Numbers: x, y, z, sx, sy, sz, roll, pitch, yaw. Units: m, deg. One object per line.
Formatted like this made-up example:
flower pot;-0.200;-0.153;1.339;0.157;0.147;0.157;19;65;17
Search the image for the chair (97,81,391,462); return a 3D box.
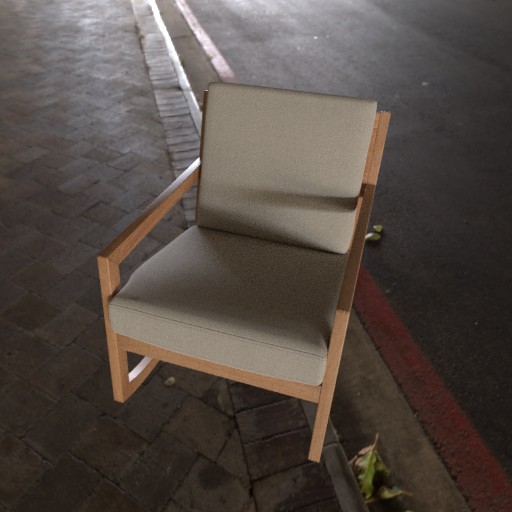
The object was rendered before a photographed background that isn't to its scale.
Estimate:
chair;0.000;0.000;1.370;0.622;0.790;0.857;12;42;13
